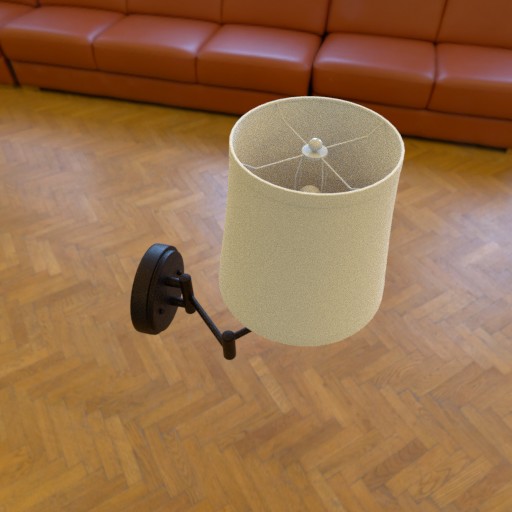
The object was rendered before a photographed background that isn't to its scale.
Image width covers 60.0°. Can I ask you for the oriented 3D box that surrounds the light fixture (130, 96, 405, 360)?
[{"bbox_3d":[0.000,0.000,0.270,0.157,0.172,0.100,10,48,9],"label":"light fixture"}]
